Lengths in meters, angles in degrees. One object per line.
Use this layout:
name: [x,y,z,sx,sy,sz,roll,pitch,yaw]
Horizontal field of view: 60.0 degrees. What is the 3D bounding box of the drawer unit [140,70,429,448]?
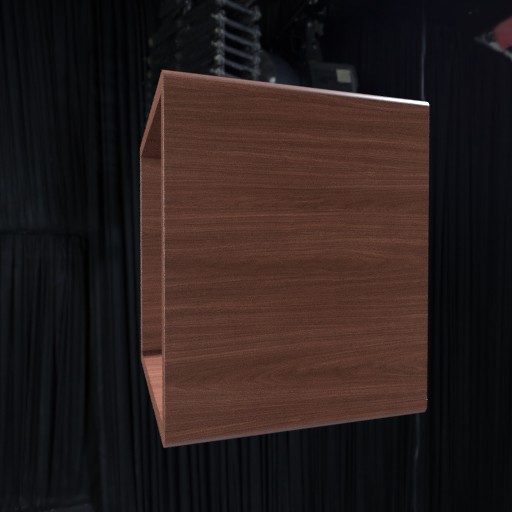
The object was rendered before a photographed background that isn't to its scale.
drawer unit: [0.000,0.000,0.615,0.290,0.351,0.349,0,1,-18]
